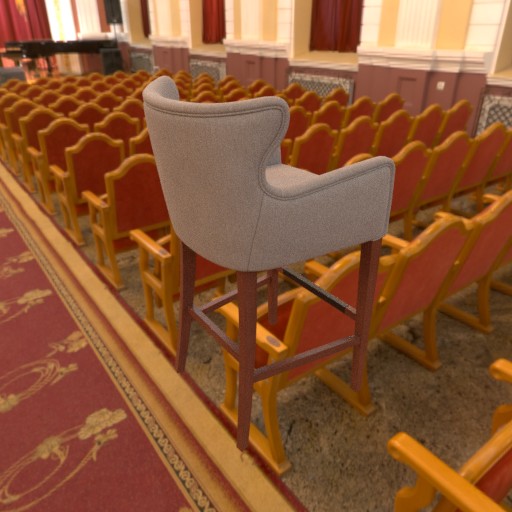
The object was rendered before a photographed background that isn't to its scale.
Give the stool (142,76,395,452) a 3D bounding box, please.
[{"bbox_3d":[0.000,0.000,1.416,0.575,1.047,0.575,-18,33,-31],"label":"stool"}]
